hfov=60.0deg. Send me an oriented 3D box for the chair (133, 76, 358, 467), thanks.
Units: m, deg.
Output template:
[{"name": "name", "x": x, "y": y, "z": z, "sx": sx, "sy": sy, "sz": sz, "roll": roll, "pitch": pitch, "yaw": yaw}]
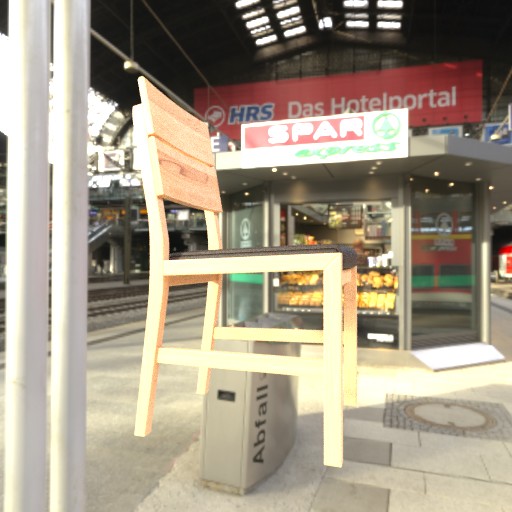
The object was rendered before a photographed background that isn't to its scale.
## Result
[{"name": "chair", "x": 0.000, "y": 0.000, "z": 1.298, "sx": 0.560, "sy": 0.950, "sz": 0.475, "roll": 0, "pitch": -1, "yaw": 17}]
